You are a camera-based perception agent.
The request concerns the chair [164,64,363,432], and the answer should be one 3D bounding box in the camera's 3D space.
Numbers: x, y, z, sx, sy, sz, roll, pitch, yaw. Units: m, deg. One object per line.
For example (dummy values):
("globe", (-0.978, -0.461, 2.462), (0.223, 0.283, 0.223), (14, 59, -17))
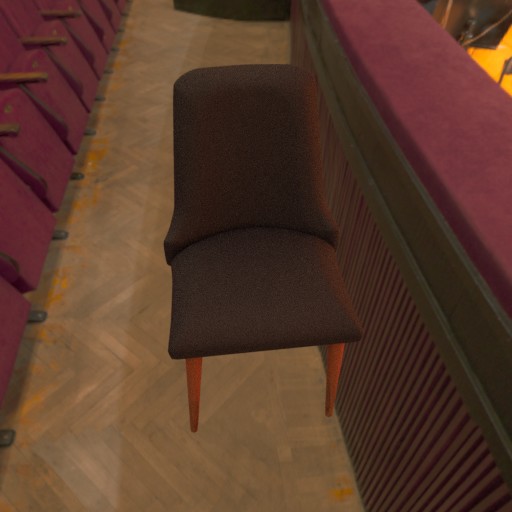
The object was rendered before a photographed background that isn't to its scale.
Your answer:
("chair", (0.000, 0.000, 1.207), (0.504, 0.820, 0.567), (-5, 44, -5))
